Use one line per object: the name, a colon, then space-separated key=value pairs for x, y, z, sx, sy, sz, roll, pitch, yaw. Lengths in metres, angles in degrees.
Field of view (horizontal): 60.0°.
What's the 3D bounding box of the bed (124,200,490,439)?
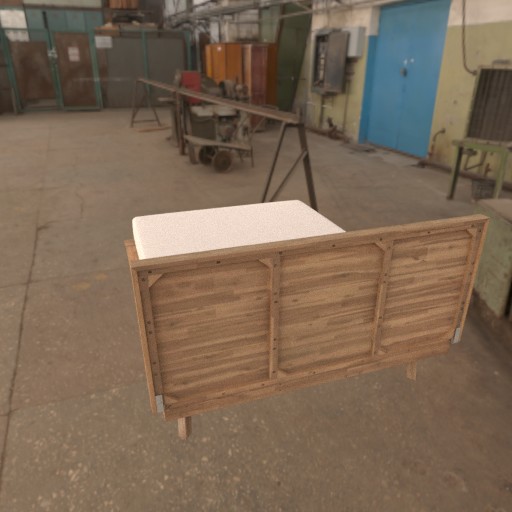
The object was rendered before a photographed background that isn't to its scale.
bed: x=0.000 y=0.000 z=3.107 sx=1.759 sy=1.071 sz=2.145 roll=-8 pitch=26 yaw=-17
